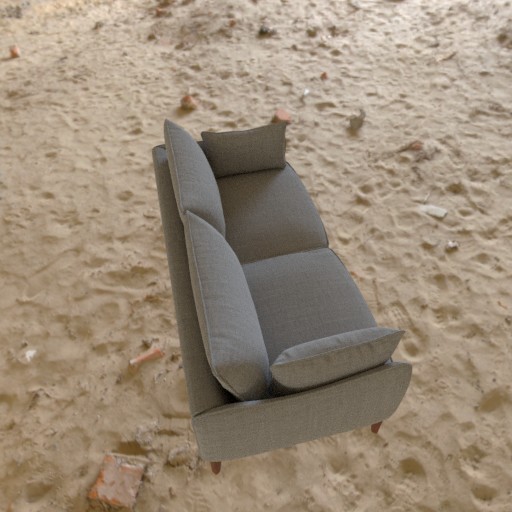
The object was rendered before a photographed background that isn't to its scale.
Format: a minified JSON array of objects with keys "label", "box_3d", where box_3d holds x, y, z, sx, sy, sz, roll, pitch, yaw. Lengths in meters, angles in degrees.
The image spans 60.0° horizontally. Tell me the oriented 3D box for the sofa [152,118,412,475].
[{"label":"sofa","box_3d":[0.000,0.000,2.498,0.972,0.851,1.989,-10,47,-9]}]
